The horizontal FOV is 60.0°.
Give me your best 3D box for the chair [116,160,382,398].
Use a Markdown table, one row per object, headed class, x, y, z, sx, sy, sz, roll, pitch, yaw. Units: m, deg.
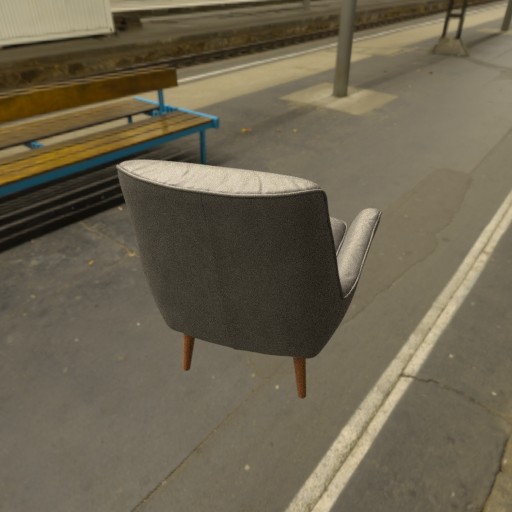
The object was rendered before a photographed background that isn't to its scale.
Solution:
| class | x | y | z | sx | sy | sz | roll | pitch | yaw |
| --- | --- | --- | --- | --- | --- | --- | --- | --- | --- |
| chair | 0.000 | 0.000 | 1.515 | 0.787 | 0.888 | 0.822 | 9 | 34 | 14 |
